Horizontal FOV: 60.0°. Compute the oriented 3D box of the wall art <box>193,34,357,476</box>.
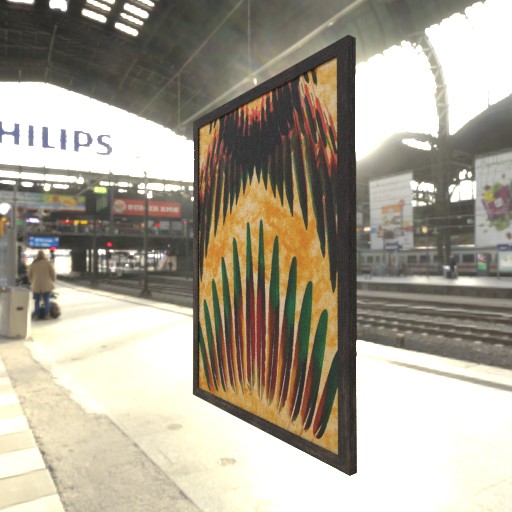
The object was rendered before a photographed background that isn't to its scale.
[{"bbox_3d":[0.000,0.000,1.408,0.029,1.066,0.812,1,-1,-35],"label":"wall art"}]
